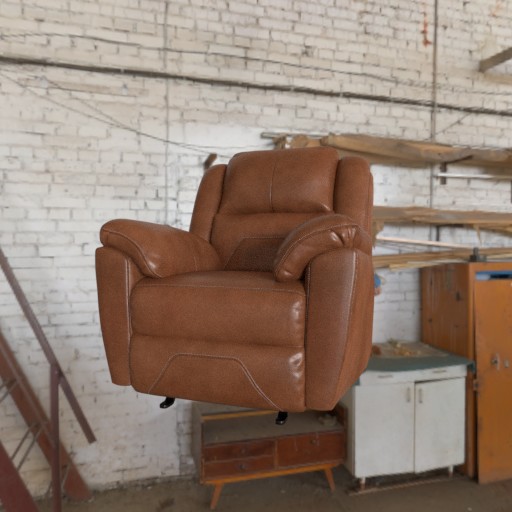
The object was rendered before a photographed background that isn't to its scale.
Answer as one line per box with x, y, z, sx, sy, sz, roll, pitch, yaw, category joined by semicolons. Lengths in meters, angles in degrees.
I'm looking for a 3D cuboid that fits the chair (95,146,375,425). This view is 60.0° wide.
0.000;0.000;1.952;0.990;1.093;1.041;1;2;19;chair
